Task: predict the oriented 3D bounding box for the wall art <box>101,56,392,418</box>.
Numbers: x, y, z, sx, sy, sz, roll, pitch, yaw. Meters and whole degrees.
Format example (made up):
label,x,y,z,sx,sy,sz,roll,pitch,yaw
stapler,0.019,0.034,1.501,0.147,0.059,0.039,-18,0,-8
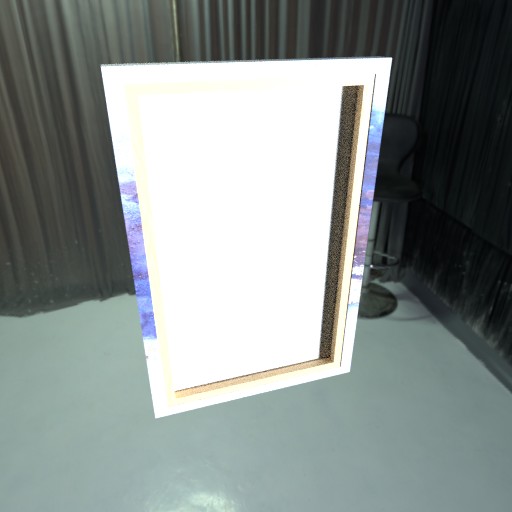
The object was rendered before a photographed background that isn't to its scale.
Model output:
label,x,y,z,sx,sy,sz,roll,pitch,yaw
wall art,0.000,0.000,1.081,0.583,0.874,0.048,-9,30,-15
